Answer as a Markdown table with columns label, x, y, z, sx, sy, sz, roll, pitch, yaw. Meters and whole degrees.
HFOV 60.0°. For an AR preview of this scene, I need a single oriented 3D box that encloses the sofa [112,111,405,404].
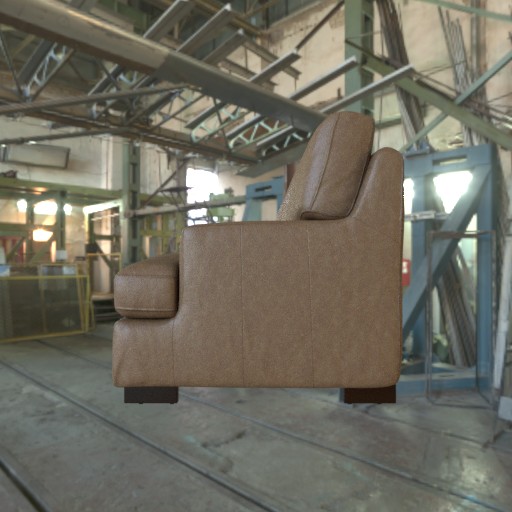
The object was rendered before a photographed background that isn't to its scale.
| label | x | y | z | sx | sy | sz | roll | pitch | yaw |
| --- | --- | --- | --- | --- | --- | --- | --- | --- | --- |
| sofa | 0.000 | 0.000 | 2.329 | 0.962 | 0.980 | 1.855 | 0 | -1 | 0 |
